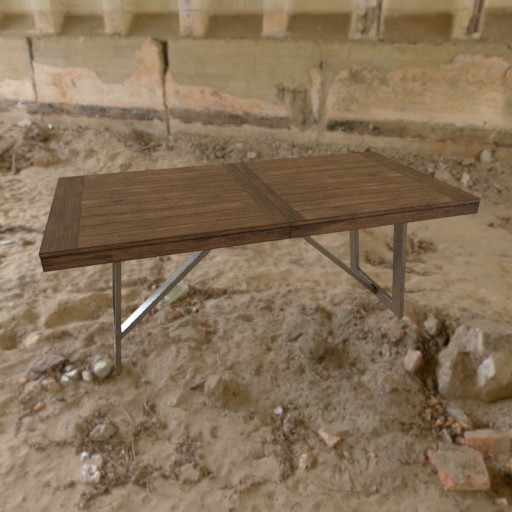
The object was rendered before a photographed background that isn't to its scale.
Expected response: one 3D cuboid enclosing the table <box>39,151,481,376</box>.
[{"bbox_3d":[0.000,0.000,2.345,1.867,0.757,0.931,-8,28,-16],"label":"table"}]
